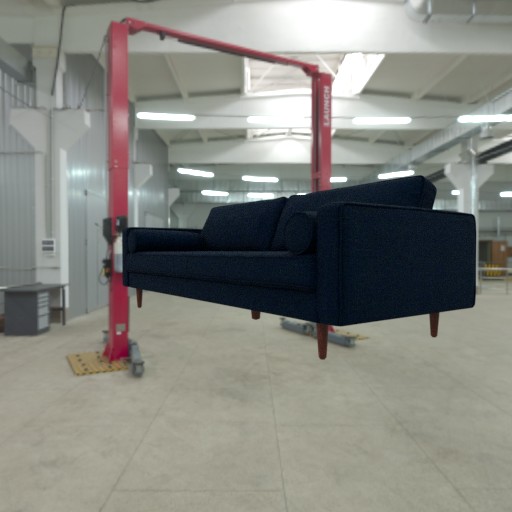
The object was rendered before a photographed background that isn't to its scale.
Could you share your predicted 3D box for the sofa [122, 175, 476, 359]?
[{"bbox_3d":[0.000,0.000,2.650,0.914,0.762,2.210,0,1,-36],"label":"sofa"}]
